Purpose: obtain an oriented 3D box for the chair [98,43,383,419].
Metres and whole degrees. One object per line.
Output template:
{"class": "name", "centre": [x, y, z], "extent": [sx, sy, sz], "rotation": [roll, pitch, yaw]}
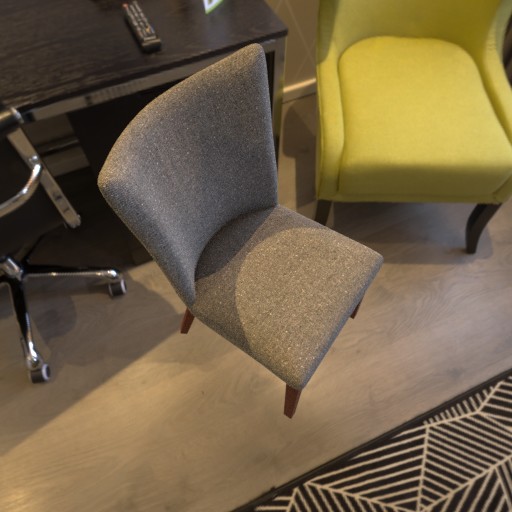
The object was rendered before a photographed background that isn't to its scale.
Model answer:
{"class": "chair", "centre": [0.000, 0.000, 1.287], "extent": [0.623, 0.924, 0.535], "rotation": [31, 64, 17]}
